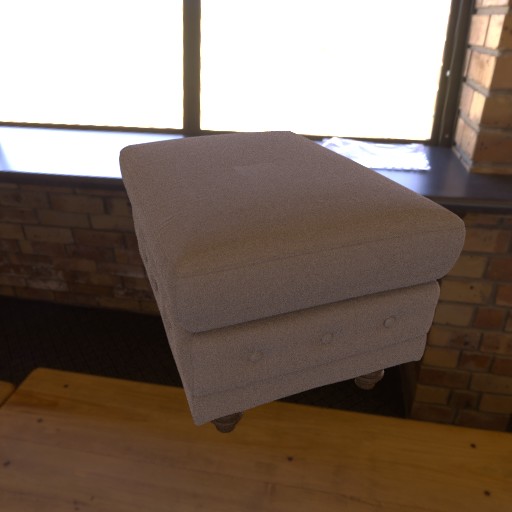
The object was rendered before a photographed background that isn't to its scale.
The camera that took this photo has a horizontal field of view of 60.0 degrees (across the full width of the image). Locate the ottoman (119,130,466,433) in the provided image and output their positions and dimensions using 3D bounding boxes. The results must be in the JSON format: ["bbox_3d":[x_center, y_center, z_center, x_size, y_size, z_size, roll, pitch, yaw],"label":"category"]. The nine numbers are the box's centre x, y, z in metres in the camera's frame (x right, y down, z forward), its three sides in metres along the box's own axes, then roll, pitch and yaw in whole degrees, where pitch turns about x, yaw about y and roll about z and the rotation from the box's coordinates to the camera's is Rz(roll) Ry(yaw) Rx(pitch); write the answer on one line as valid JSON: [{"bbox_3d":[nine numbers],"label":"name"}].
[{"bbox_3d":[0.000,0.000,1.141,0.569,0.500,0.771,-10,30,-18],"label":"ottoman"}]
